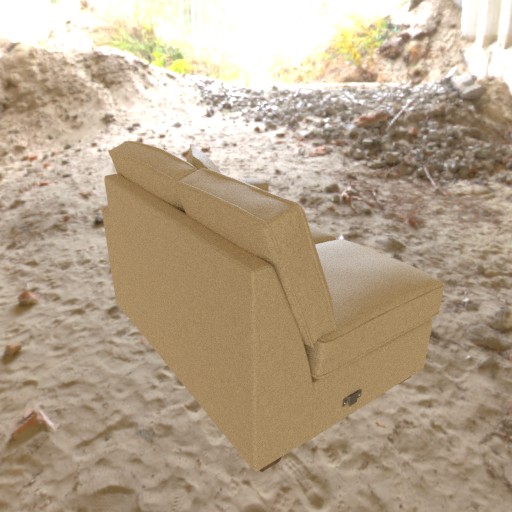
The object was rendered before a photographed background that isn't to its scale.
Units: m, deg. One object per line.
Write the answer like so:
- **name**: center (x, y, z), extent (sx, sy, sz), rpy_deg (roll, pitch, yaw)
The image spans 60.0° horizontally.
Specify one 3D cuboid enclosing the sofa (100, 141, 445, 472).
- **sofa**: center (0.000, 0.000, 2.068), extent (0.991, 0.989, 1.388), rpy_deg (-17, 30, -32)
